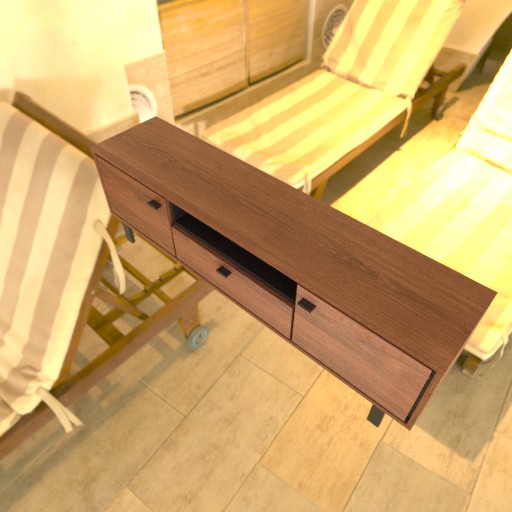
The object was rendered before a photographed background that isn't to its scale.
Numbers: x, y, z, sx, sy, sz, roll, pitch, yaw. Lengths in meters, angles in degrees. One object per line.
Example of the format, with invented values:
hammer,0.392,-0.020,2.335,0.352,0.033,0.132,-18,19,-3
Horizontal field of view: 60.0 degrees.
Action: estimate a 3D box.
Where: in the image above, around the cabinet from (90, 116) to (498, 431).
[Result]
cabinet,0.000,0.000,1.829,1.650,0.500,0.400,33,54,28
